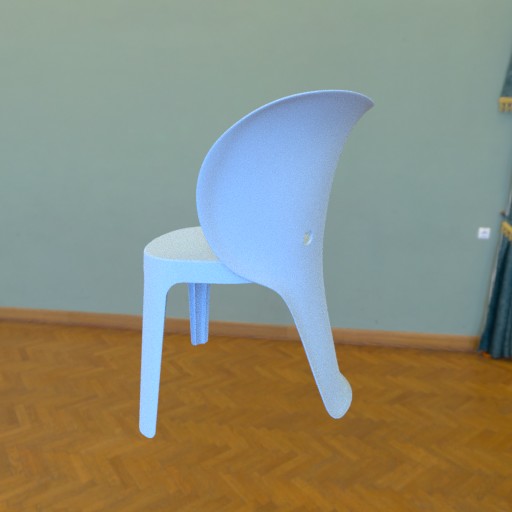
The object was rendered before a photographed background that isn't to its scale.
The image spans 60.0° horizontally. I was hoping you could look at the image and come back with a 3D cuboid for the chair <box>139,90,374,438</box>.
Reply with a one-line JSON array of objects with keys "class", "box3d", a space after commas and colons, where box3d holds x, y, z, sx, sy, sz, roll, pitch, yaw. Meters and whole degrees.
[{"class": "chair", "box3d": [0.000, 0.000, 0.845, 0.402, 0.554, 0.451, 2, 14, 7]}]
